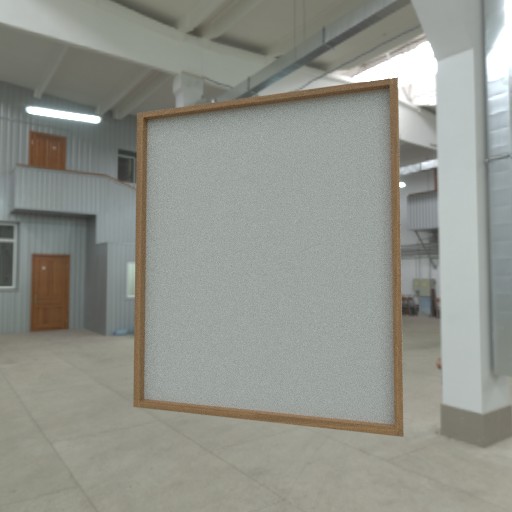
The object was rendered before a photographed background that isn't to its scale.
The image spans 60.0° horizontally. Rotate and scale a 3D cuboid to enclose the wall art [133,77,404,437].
[{"bbox_3d":[0.000,0.000,0.981,0.609,0.710,0.021,-1,-3,19],"label":"wall art"}]
